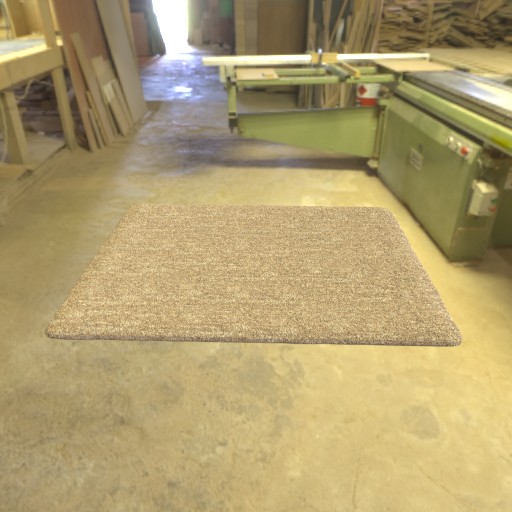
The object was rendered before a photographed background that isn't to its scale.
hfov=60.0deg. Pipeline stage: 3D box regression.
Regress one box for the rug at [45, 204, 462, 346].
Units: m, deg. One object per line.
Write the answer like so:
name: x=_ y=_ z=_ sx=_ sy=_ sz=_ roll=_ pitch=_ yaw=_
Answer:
rug: x=0.000 y=0.000 z=3.902 sx=2.873 sy=0.050 sz=2.242 roll=1 pitch=30 yaw=1
